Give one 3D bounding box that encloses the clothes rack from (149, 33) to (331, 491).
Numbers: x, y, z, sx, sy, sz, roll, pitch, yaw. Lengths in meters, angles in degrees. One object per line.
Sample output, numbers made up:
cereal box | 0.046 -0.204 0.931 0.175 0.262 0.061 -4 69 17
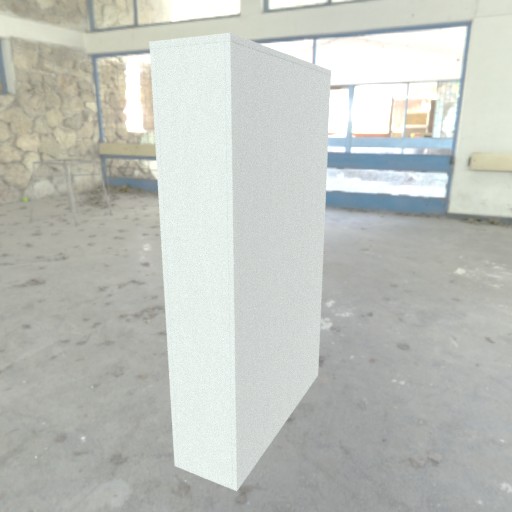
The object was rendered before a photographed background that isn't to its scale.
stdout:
clothes rack | 0.000 0.000 1.561 0.250 1.280 0.750 8 18 26
